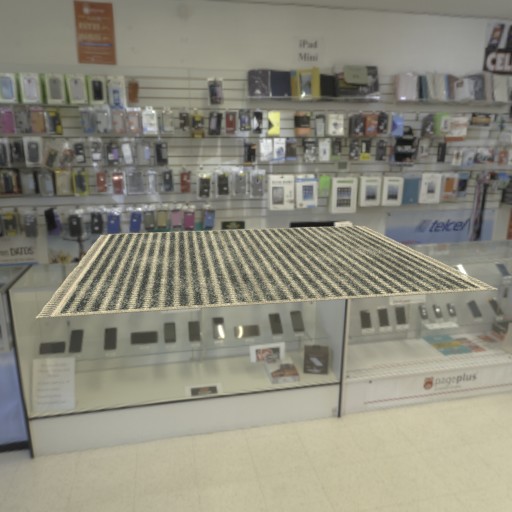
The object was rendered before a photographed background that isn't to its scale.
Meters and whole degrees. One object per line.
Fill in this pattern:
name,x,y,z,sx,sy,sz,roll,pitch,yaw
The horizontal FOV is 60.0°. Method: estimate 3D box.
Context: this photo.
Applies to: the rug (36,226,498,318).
rug,0.000,0.000,3.804,2.910,0.013,2.256,-3,15,-9
